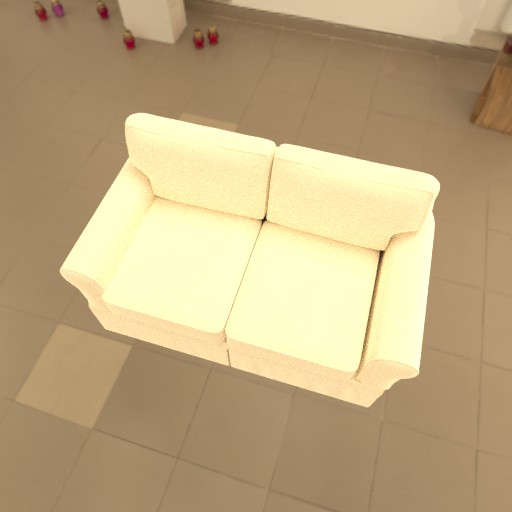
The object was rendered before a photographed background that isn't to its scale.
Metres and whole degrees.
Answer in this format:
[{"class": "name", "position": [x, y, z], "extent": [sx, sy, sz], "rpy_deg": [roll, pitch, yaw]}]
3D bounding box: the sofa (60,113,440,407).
[{"class": "sofa", "position": [0.000, 0.000, 2.367], "extent": [1.727, 0.940, 0.991], "rpy_deg": [14, 59, 9]}]
